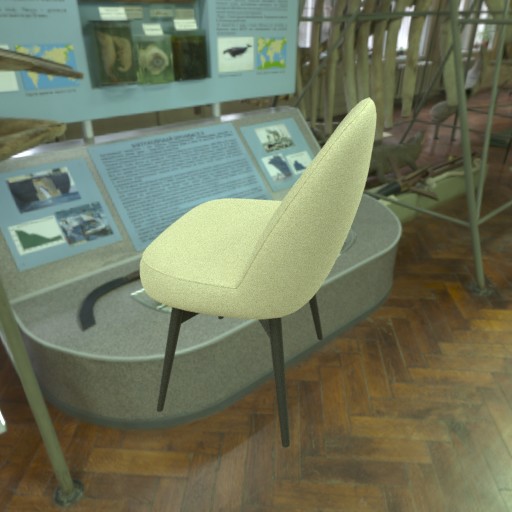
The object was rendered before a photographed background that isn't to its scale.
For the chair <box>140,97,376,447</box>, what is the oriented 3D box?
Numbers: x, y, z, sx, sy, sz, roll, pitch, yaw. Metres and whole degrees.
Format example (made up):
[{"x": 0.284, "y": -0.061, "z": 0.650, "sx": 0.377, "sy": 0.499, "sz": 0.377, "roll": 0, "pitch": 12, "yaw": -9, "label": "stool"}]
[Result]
[{"x": 0.000, "y": 0.000, "z": 1.203, "sx": 0.540, "sy": 0.838, "sz": 0.532, "roll": 9, "pitch": 30, "yaw": 16, "label": "chair"}]
